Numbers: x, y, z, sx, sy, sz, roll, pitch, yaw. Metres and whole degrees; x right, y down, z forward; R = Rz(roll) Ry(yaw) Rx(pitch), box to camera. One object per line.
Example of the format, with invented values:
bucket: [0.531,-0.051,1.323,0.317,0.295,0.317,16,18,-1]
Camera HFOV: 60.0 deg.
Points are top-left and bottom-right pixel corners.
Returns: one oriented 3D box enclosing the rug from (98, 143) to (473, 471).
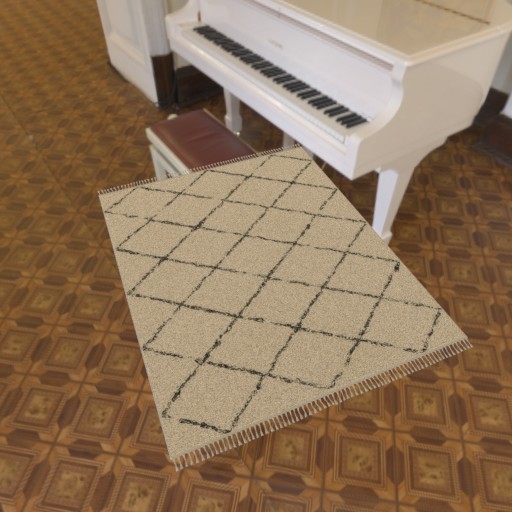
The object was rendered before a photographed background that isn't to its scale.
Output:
rug: [0.000,0.000,4.055,2.380,0.013,3.051,-17,49,-15]
